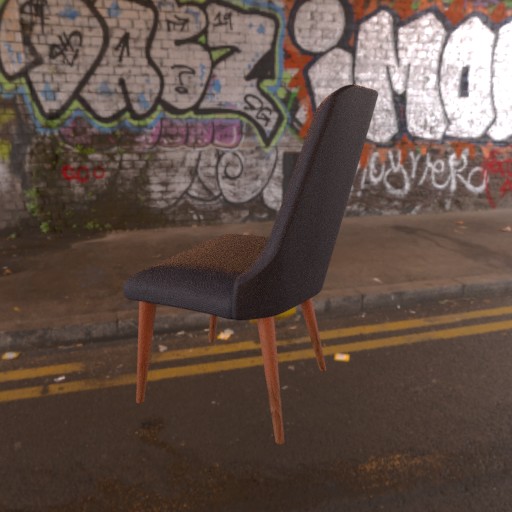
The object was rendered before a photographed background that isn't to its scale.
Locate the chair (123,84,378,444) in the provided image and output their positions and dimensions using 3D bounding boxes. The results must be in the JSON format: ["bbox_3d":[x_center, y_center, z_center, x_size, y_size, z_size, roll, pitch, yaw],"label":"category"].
[{"bbox_3d":[0.000,0.000,1.179,0.567,0.820,0.504,7,18,24],"label":"chair"}]
